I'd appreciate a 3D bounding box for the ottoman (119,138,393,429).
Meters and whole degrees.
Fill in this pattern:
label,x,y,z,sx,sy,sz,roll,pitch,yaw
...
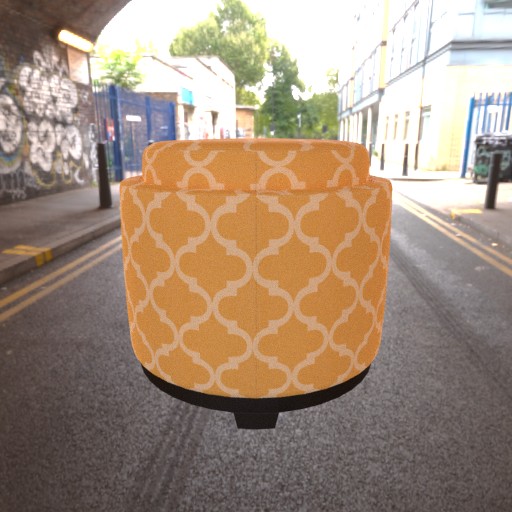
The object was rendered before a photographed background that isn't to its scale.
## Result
label,x,y,z,sx,sy,sz,roll,pitch,yaw
ottoman,0.000,0.000,0.836,0.480,0.429,0.480,0,15,0
